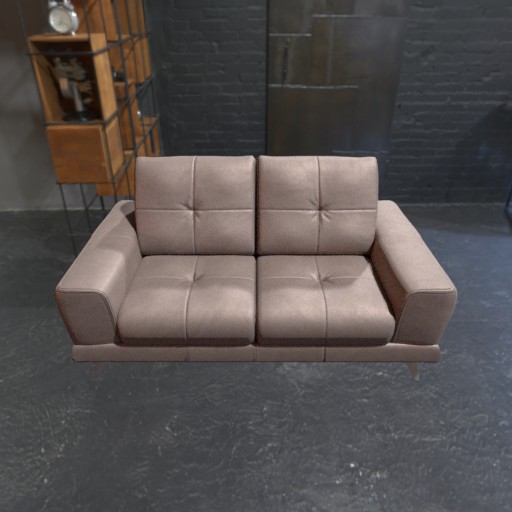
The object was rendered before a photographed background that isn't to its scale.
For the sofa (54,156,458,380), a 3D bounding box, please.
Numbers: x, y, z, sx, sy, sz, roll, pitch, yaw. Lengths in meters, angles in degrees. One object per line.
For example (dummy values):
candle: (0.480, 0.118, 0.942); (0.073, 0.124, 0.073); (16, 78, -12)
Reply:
sofa: (0.000, 0.000, 2.387); (1.806, 0.907, 1.018); (0, 30, 0)
